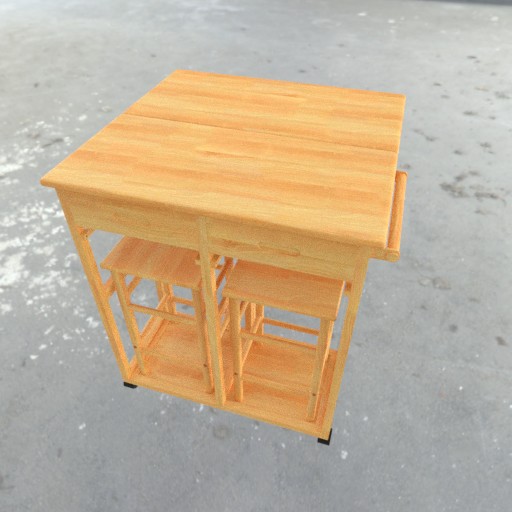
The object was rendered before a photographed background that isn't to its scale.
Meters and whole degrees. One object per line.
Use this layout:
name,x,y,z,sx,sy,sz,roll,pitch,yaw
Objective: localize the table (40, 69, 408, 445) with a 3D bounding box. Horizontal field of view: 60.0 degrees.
table,0.000,0.000,1.376,0.752,0.832,0.693,12,43,13
